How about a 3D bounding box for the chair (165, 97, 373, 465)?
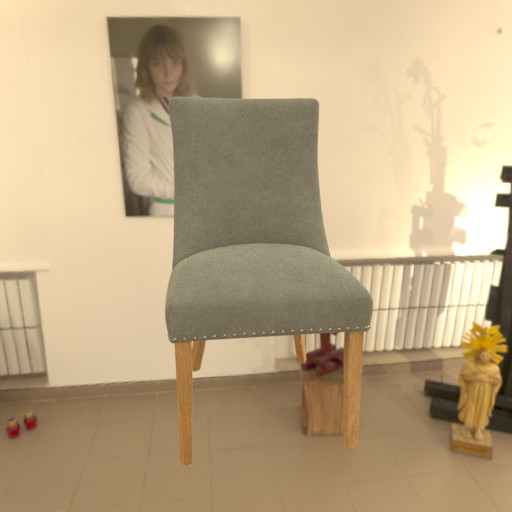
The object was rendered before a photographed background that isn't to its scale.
[{"bbox_3d":[0.000,0.000,1.277,0.495,0.902,0.610,-2,15,-7],"label":"chair"}]
